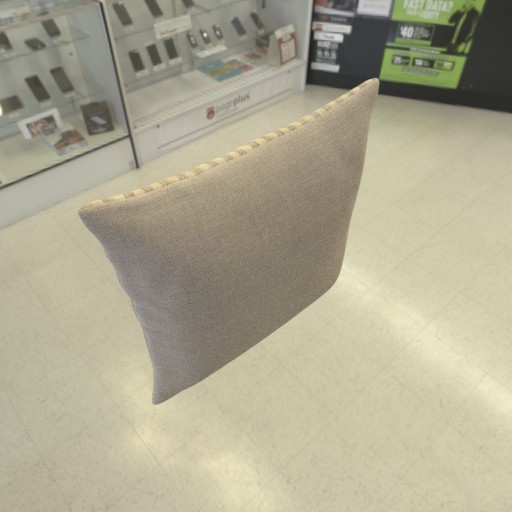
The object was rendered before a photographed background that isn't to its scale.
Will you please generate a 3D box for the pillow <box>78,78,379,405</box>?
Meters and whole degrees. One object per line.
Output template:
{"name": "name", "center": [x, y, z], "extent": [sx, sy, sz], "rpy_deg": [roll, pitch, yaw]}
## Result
{"name": "pillow", "center": [0.000, 0.000, 0.795], "extent": [0.523, 0.510, 0.166], "rpy_deg": [-31, 54, -26]}
